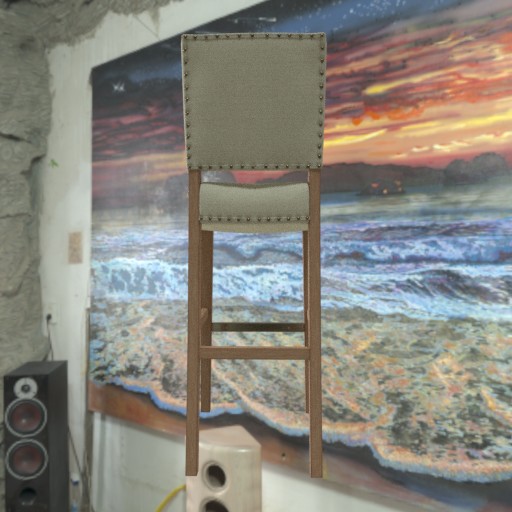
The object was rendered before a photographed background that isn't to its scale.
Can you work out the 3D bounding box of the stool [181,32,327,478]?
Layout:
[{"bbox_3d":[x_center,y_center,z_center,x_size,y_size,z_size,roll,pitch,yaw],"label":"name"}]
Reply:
[{"bbox_3d":[0.000,0.000,1.382,0.428,1.143,0.546,0,0,1],"label":"stool"}]
